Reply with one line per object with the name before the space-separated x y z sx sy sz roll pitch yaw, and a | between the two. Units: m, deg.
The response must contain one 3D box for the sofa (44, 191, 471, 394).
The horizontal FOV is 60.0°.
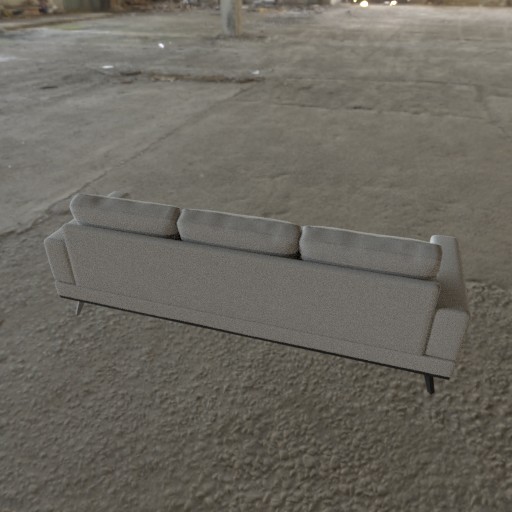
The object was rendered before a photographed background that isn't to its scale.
sofa | 0.000 0.000 2.716 2.310 0.810 0.920 9 33 15
